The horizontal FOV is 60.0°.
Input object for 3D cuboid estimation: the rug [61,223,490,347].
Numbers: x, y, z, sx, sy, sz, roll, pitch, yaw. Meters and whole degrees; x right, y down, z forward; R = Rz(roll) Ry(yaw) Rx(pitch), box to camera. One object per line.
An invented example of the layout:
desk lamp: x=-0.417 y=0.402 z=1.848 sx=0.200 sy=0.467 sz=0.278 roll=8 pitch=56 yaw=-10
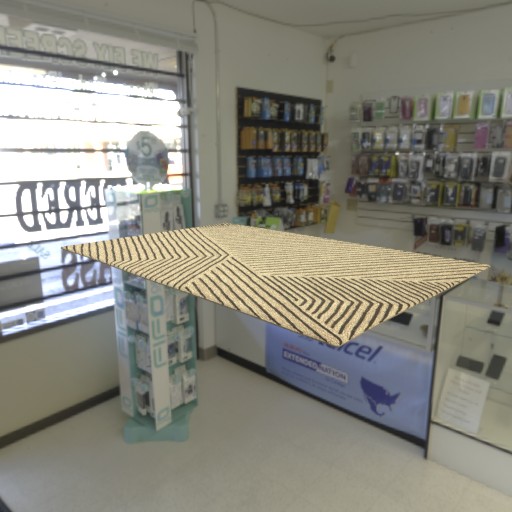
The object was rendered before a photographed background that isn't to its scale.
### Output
rug: x=0.000 y=0.000 z=2.255 sx=1.842 sy=0.019 sz=1.237 roll=13 pitch=18 yaw=43
